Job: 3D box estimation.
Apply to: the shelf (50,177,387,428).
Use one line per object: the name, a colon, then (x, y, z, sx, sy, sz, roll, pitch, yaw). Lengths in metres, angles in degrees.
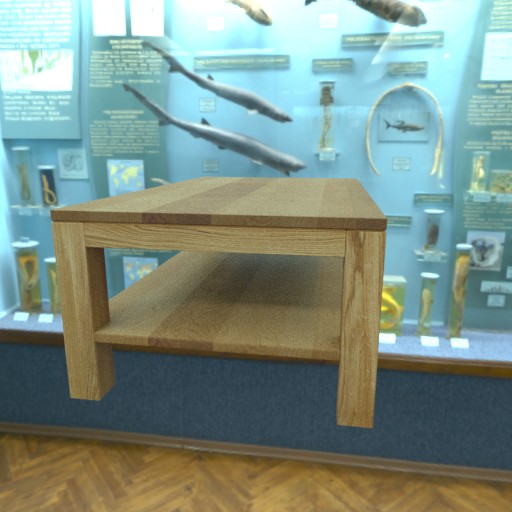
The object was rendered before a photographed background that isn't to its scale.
shelf: (0.000, 0.000, 1.496, 0.700, 0.450, 1.150, 2, 14, 9)
